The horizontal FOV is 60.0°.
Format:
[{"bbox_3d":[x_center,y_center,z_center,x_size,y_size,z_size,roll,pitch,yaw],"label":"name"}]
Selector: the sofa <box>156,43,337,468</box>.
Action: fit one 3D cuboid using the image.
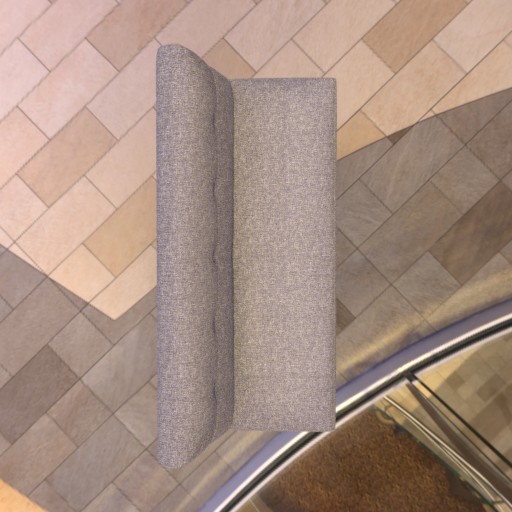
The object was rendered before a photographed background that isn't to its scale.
[{"bbox_3d":[0.000,0.000,2.210,0.820,0.770,1.820,0,91,2],"label":"sofa"}]
